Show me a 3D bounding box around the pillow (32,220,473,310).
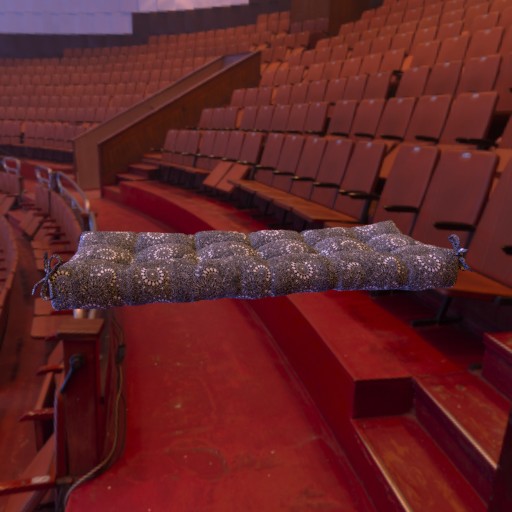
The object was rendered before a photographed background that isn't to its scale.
[{"bbox_3d":[0.000,0.000,1.353,1.194,0.174,0.511,-3,16,-9],"label":"pillow"}]
